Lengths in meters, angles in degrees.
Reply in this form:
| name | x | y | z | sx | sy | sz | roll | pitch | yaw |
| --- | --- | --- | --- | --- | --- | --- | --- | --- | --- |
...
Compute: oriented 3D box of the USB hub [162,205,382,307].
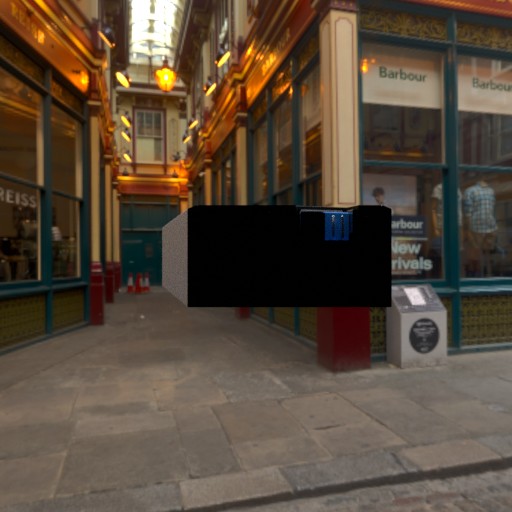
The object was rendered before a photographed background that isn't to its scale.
| name | x | y | z | sx | sy | sz | roll | pitch | yaw |
| --- | --- | --- | --- | --- | --- | --- | --- | --- | --- |
| USB hub | 0.000 | 0.000 | 0.126 | 0.044 | 0.023 | 0.110 | 0 | 0 | -16 |
